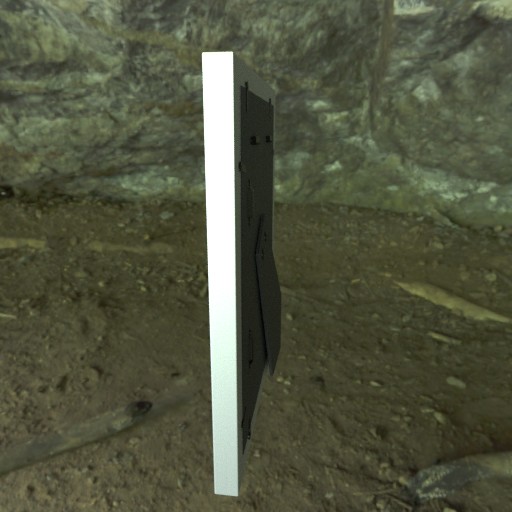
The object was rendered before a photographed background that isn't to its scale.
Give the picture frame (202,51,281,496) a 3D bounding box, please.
[{"bbox_3d":[0.000,0.000,0.514,0.036,0.386,0.307,2,16,8],"label":"picture frame"}]
